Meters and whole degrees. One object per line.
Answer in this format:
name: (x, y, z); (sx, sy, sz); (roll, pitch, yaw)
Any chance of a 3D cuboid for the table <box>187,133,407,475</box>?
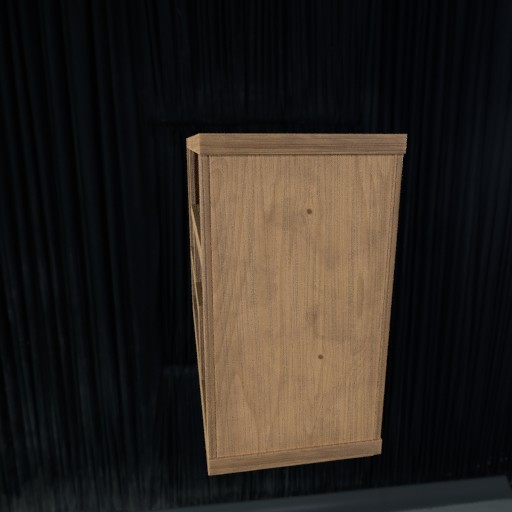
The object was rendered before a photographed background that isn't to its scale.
table: (0.000, 0.000, 1.489); (0.410, 0.771, 1.151); (-2, 15, -9)
